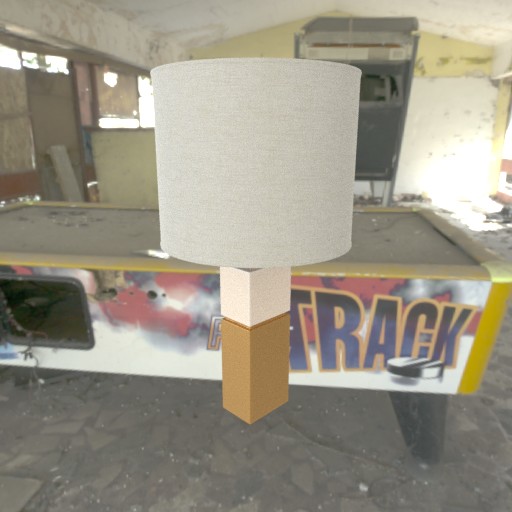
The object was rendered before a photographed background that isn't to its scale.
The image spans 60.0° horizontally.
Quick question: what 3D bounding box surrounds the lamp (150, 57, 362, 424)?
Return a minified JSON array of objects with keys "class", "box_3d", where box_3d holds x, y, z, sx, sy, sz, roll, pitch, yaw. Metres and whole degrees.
[{"class":"lamp","box_3d":[0.000,0.000,0.547,0.229,0.417,0.229,-15,21,-43]}]
